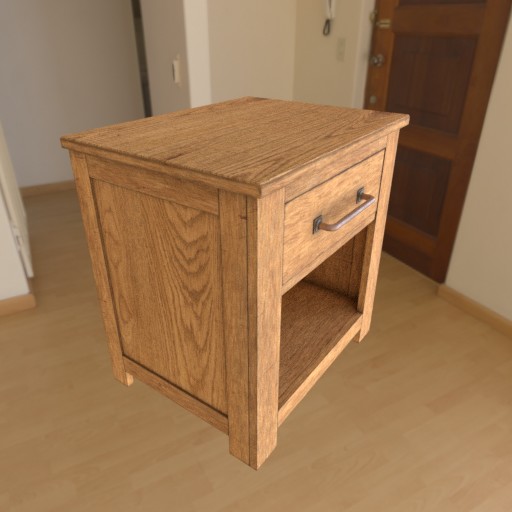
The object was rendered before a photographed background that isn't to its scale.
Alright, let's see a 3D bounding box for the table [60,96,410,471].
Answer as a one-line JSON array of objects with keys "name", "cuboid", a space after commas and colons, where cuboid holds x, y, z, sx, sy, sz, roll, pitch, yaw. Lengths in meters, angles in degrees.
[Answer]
[{"name": "table", "cuboid": [0.000, 0.000, 1.078, 0.494, 0.625, 0.601, 19, 34, 31]}]
